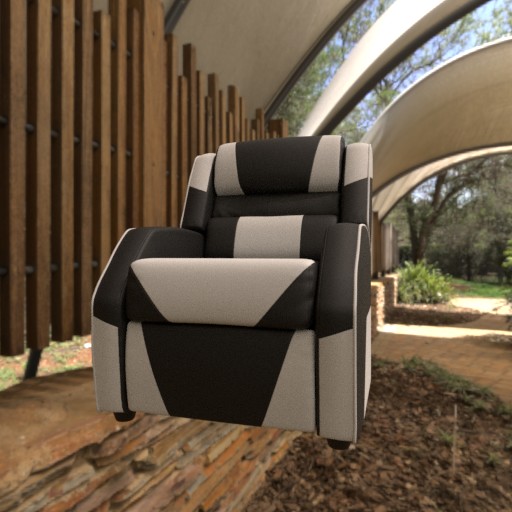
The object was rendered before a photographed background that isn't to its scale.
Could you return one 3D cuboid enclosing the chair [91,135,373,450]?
[{"bbox_3d":[0.000,0.000,1.257,0.620,0.805,0.672,0,0,17],"label":"chair"}]
